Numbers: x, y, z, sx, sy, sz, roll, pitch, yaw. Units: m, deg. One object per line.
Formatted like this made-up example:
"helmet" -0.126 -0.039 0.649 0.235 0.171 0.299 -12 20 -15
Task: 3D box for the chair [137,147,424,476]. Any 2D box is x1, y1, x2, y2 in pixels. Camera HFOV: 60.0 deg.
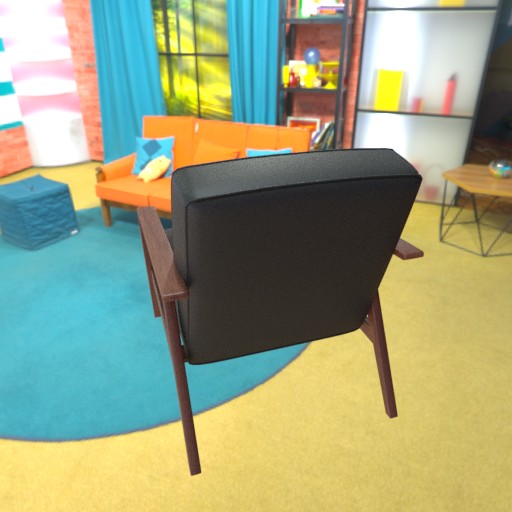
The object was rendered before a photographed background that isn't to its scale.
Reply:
"chair" 0.000 0.000 1.527 0.719 0.861 0.889 -9 29 -16
